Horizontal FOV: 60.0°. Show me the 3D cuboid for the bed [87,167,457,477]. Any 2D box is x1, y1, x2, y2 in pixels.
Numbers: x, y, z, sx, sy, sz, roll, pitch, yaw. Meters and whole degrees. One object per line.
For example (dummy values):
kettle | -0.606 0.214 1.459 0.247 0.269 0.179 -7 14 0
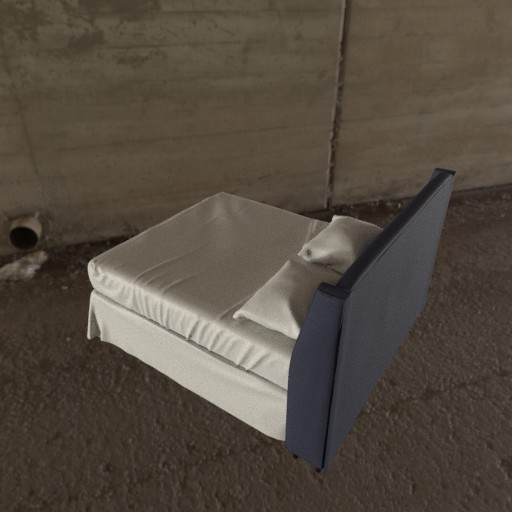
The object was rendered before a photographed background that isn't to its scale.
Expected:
bed | 0.000 0.000 3.443 2.276 1.332 1.925 20 37 29
